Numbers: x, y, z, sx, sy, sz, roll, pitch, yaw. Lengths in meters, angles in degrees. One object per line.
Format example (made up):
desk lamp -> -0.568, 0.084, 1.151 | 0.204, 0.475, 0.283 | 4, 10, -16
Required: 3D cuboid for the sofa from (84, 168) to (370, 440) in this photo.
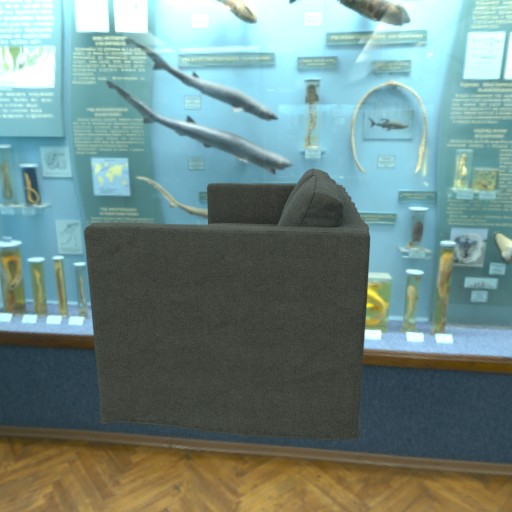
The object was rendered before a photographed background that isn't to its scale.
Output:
sofa -> 0.000, 0.000, 2.317 | 0.974, 0.854, 1.802 | 2, 14, 8
